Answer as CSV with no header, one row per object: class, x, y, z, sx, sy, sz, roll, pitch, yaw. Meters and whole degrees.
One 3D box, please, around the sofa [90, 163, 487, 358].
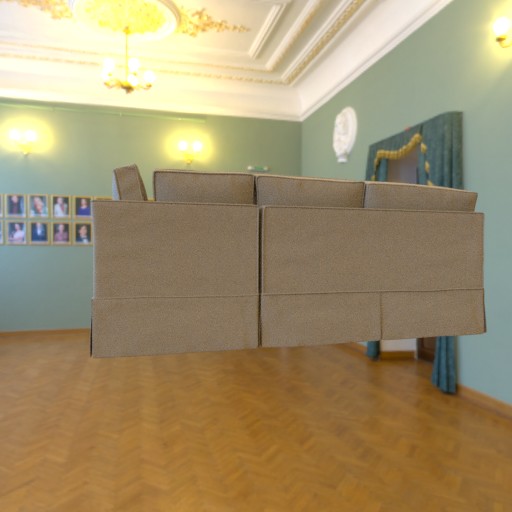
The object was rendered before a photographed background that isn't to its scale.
sofa,0.000,0.000,4.114,2.730,1.124,2.733,0,0,-17
